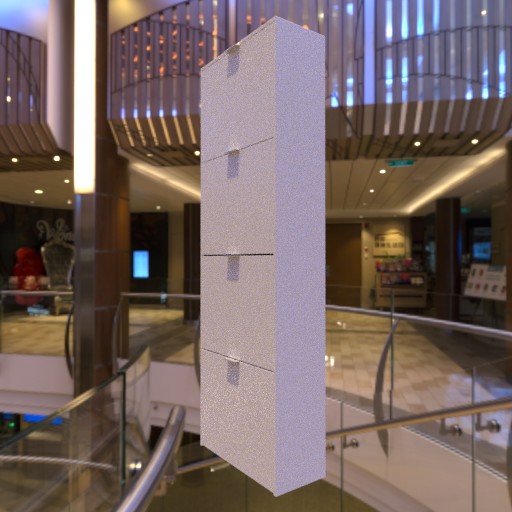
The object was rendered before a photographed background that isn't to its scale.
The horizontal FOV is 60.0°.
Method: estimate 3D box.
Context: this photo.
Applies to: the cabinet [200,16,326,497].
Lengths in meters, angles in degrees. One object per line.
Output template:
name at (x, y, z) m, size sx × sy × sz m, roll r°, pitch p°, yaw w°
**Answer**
cabinet at (0.000, 0.000, 1.774) m, size 0.255 × 1.630 × 0.520 m, roll 0°, pitch -1°, yaw -36°
